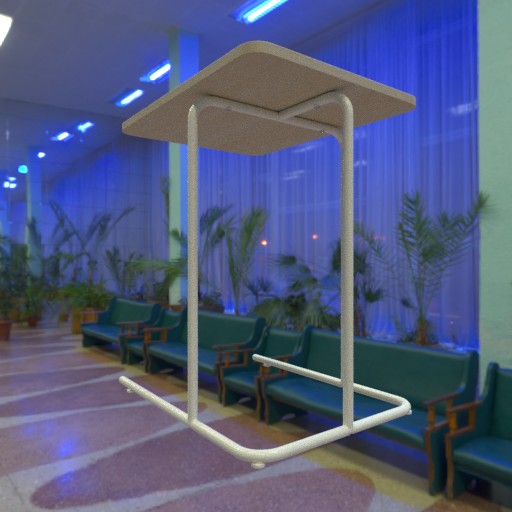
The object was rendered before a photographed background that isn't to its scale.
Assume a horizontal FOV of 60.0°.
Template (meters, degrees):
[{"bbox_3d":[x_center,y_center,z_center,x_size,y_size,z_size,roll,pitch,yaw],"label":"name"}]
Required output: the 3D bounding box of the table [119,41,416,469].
[{"bbox_3d":[0.000,0.000,0.857,0.370,0.550,0.480,0,0,-37],"label":"table"}]
